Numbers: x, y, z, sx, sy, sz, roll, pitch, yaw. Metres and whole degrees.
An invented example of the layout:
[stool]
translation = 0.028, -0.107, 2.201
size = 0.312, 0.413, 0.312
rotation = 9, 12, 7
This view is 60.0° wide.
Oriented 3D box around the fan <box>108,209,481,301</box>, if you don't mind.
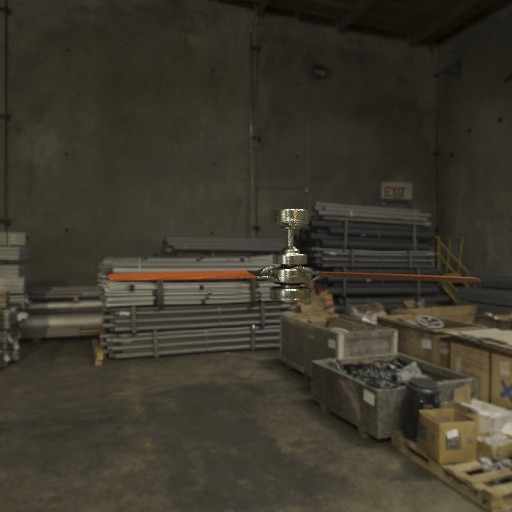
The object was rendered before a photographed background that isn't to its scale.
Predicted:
[fan]
translation = 0.000, 0.000, 2.013
size = 1.271, 0.410, 1.416
rotation = 0, 0, -19
